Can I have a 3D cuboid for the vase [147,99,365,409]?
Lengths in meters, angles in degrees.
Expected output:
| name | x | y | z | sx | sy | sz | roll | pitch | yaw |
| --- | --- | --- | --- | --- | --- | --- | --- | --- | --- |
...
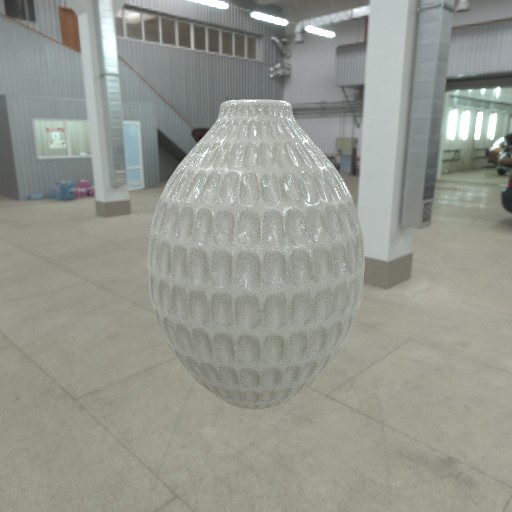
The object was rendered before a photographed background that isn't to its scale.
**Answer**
| name | x | y | z | sx | sy | sz | roll | pitch | yaw |
| --- | --- | --- | --- | --- | --- | --- | --- | --- | --- |
| vase | 0.000 | 0.000 | 0.338 | 0.162 | 0.223 | 0.162 | 0 | 15 | 0 |
